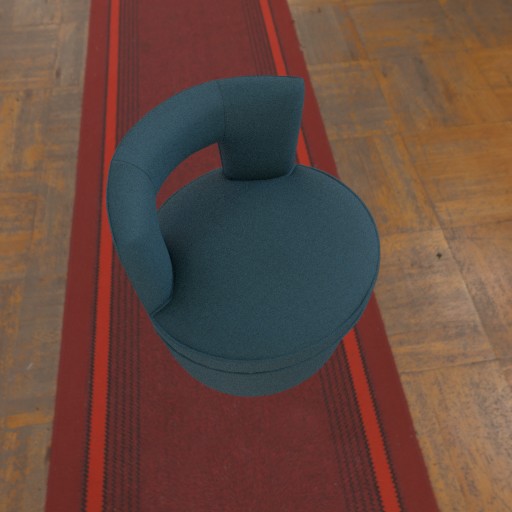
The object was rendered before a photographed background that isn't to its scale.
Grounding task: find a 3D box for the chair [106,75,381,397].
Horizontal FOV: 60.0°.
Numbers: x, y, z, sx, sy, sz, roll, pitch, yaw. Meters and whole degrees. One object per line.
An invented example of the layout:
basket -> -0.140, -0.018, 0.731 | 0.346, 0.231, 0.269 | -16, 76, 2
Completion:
chair -> 0.000, 0.000, 1.247 | 0.660, 0.711, 0.684 | 33, 64, 18
